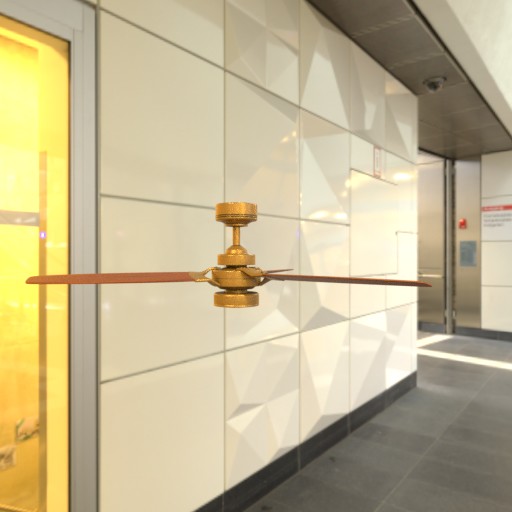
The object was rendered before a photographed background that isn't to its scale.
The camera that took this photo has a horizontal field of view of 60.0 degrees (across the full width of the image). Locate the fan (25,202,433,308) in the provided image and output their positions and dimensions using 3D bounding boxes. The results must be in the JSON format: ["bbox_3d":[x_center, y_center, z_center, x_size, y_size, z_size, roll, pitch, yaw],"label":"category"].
[{"bbox_3d":[0.000,0.000,1.972,1.416,0.425,1.271,0,0,18],"label":"fan"}]
